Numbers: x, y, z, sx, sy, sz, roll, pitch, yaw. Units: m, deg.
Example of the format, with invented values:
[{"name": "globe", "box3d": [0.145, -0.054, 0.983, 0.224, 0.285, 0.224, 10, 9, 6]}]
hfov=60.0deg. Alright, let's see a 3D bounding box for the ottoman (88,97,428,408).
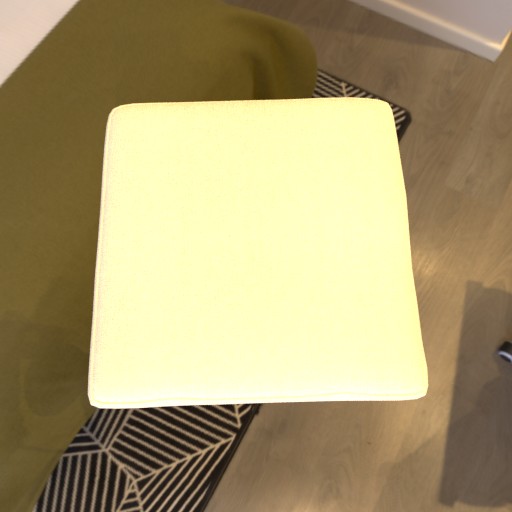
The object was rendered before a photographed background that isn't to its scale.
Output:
[{"name": "ottoman", "box3d": [0.000, 0.000, 1.335, 0.838, 0.478, 0.838, -2, 74, 0]}]
